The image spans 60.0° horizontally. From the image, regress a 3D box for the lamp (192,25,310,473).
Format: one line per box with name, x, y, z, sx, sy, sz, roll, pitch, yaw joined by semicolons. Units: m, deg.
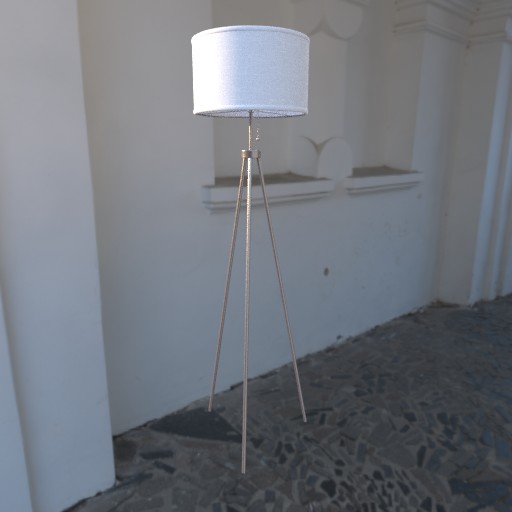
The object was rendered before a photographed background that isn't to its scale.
lamp;0.000;0.000;1.740;0.458;1.545;0.448;-7;15;-26
